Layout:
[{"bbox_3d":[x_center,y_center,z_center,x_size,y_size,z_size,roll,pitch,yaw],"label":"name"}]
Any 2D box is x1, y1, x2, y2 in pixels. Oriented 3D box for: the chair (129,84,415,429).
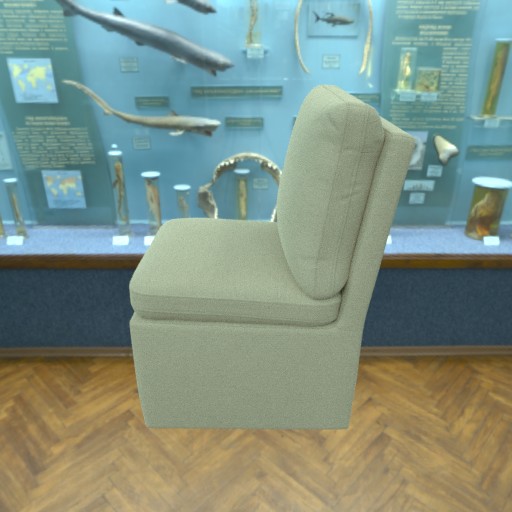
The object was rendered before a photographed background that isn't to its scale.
[{"bbox_3d":[0.000,0.000,1.326,0.698,0.927,0.503,0,26,1],"label":"chair"}]
